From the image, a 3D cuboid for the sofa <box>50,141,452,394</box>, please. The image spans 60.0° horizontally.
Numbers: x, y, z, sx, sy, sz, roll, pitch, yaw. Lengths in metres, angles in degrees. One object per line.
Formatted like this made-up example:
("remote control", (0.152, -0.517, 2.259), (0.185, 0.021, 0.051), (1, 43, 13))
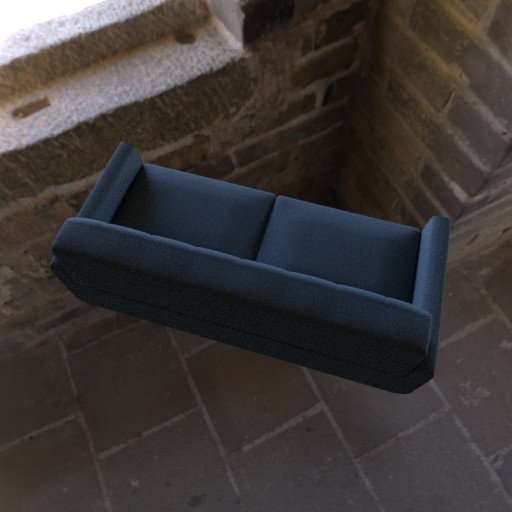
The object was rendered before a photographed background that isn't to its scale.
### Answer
("sofa", (0.000, 0.000, 2.577), (2.055, 0.884, 0.942), (15, 63, 8))
